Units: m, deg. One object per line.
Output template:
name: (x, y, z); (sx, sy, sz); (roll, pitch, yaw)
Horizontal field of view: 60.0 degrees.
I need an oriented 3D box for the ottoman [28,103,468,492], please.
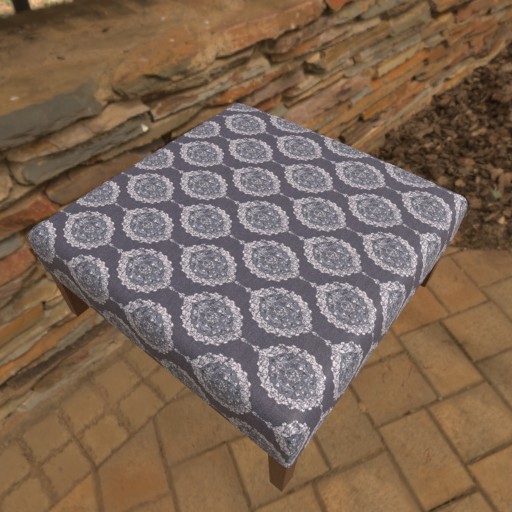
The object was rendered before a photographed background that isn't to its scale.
ottoman: (0.000, 0.000, 1.353); (0.890, 0.409, 0.889); (31, 55, 25)
